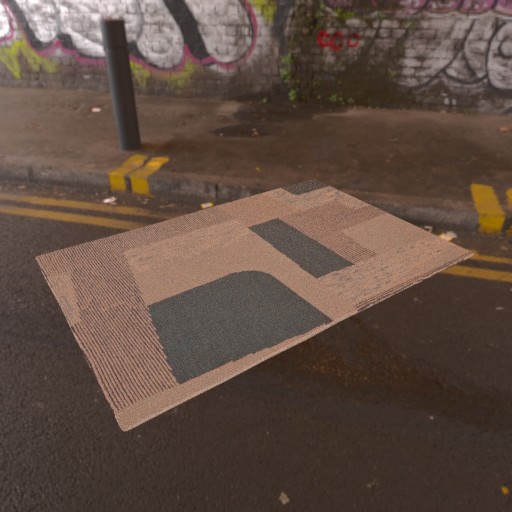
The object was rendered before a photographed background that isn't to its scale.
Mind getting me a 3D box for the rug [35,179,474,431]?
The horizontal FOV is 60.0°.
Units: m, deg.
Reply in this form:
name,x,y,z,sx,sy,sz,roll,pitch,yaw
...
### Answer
name,x,y,z,sx,sy,sz,roll,pitch,yaw
rug,0.000,0.000,2.241,1.847,0.020,1.238,-20,37,-29
